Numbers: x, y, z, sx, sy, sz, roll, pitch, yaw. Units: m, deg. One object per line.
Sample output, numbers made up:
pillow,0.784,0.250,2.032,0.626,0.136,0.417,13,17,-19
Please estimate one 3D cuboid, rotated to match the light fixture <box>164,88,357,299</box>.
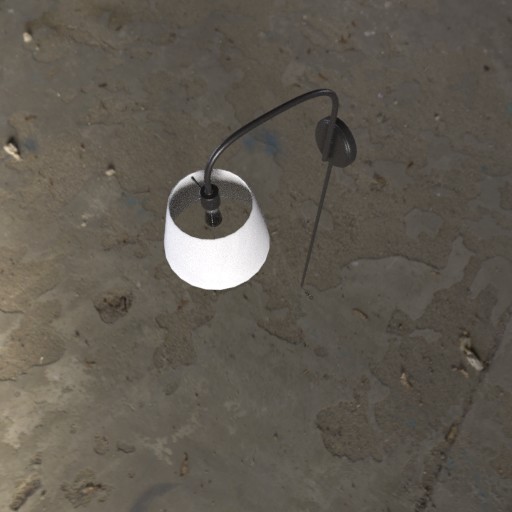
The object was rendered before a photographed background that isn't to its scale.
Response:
light fixture,0.000,0.000,0.469,0.176,0.399,0.092,-33,68,-15
